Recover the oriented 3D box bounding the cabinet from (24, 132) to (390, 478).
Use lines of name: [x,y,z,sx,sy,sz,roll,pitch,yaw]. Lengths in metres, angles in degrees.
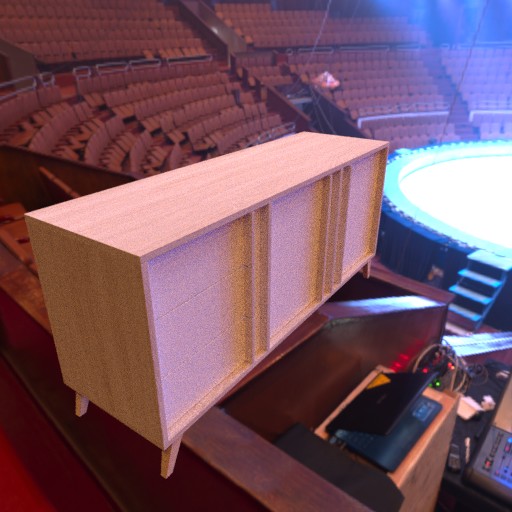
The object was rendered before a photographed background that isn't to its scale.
cabinet: [0.000,0.000,1.944,0.500,0.780,1.649,17,30,31]
